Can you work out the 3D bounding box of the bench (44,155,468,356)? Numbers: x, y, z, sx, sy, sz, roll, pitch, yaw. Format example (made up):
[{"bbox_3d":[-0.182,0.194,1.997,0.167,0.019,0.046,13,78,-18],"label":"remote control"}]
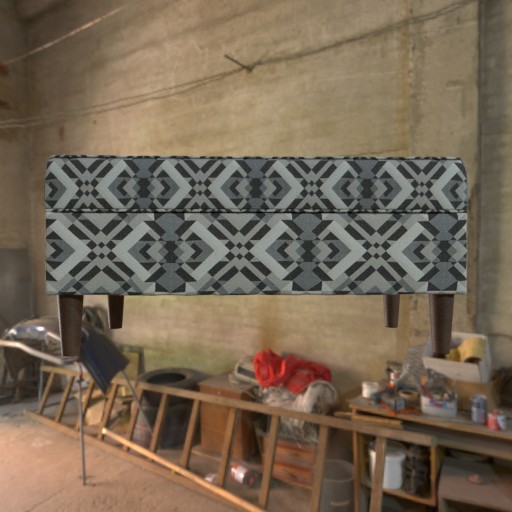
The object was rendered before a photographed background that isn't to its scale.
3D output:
[{"bbox_3d":[0.000,0.000,1.277,1.016,0.477,0.492,0,1,-1],"label":"bench"}]
